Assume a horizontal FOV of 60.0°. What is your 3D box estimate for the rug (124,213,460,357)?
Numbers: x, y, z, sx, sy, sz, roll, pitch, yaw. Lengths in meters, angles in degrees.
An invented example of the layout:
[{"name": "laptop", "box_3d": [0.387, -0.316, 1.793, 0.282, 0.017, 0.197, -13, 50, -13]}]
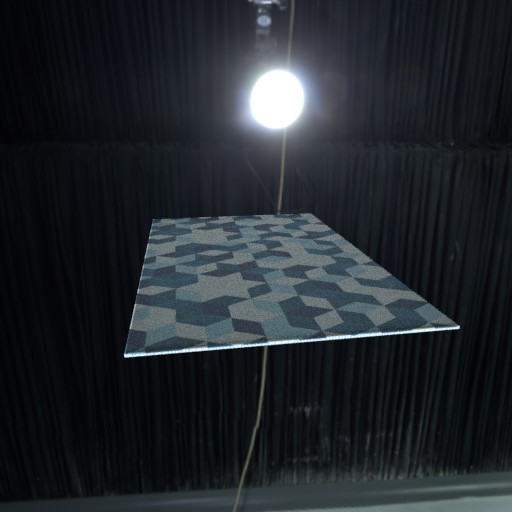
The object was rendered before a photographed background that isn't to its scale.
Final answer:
[{"name": "rug", "box_3d": [0.000, 0.000, 3.088, 1.518, 0.015, 2.438, -3, 18, -9]}]
